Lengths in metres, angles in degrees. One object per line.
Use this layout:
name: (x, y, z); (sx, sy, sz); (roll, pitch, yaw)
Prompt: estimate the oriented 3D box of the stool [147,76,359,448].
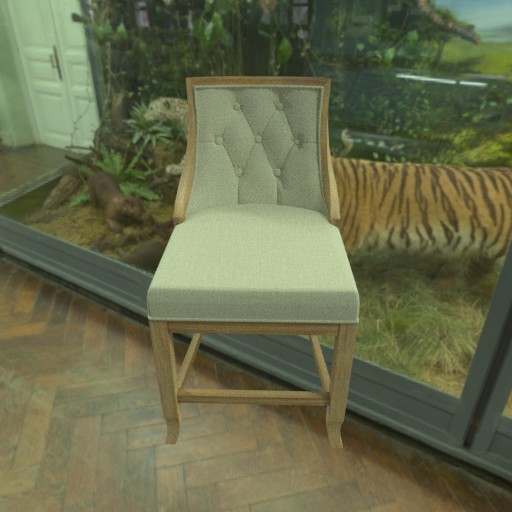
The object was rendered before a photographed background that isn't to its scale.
stool: (0.000, 0.000, 1.341); (0.524, 0.938, 0.626); (1, 30, 1)
